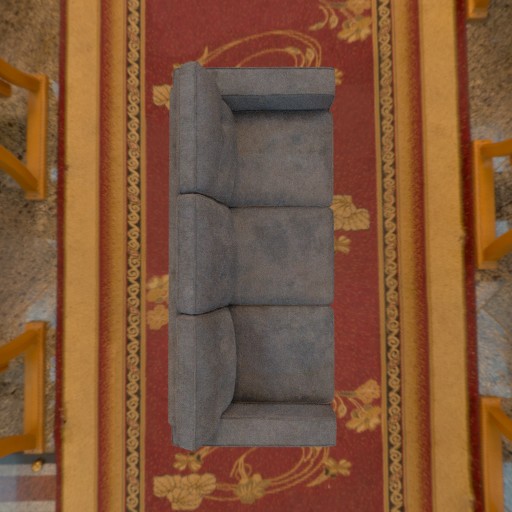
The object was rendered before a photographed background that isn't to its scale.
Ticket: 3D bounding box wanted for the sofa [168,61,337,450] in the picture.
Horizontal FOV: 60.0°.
[{"bbox_3d":[0.000,0.000,2.637,0.939,0.965,2.133,0,89,0],"label":"sofa"}]
